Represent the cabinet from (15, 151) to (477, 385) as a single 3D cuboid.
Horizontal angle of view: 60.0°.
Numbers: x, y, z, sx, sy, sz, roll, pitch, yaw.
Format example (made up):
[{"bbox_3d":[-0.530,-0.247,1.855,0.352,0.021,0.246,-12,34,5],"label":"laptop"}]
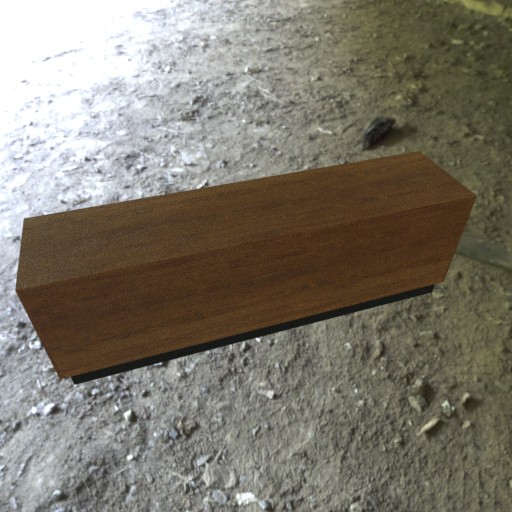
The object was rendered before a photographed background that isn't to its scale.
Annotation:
[{"bbox_3d":[0.000,0.000,1.786,1.600,0.510,0.419,-12,42,-14],"label":"cabinet"}]
